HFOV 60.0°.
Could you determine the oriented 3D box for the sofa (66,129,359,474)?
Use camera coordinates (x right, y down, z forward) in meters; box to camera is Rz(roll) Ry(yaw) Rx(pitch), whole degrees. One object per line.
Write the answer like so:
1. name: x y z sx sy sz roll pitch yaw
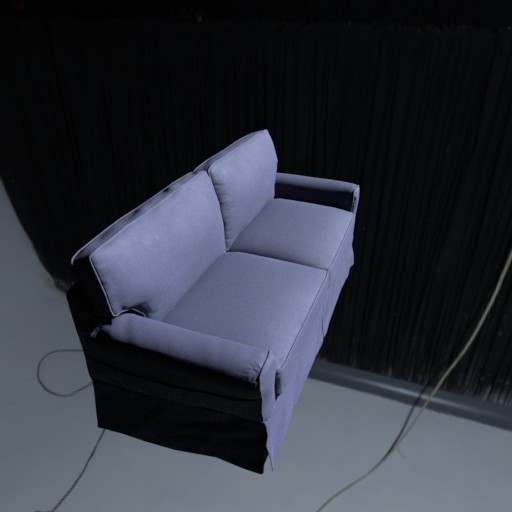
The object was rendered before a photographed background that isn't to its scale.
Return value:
1. sofa: 0.000 0.000 2.831 0.983 1.094 2.256 11 32 18
